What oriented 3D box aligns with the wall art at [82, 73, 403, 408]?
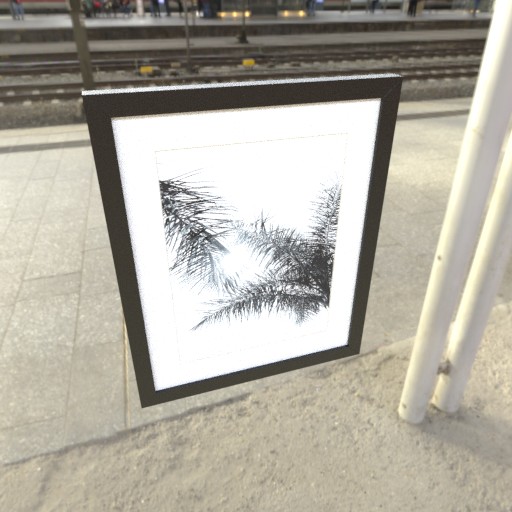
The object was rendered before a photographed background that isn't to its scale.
[{"bbox_3d":[0.000,0.000,0.756,0.457,0.557,0.028,-10,32,-16],"label":"wall art"}]
